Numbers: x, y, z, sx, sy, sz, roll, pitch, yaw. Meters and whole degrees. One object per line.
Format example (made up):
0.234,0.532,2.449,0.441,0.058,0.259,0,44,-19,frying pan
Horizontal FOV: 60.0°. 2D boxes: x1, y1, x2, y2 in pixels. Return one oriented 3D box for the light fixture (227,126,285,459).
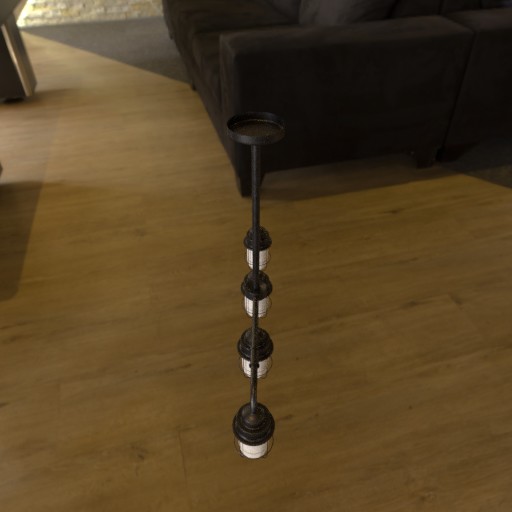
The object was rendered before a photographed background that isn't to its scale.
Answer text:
0.000,0.000,1.251,0.131,0.785,0.852,1,41,1,light fixture
